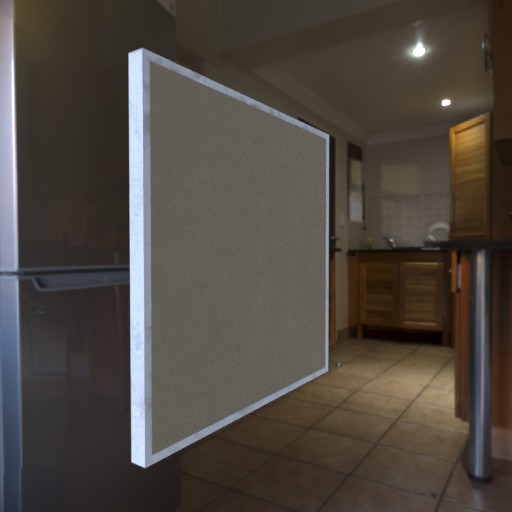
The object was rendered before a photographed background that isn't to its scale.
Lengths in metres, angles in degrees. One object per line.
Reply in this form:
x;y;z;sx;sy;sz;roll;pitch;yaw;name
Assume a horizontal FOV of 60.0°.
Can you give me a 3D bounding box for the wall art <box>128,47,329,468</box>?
0.000;0.000;1.120;0.038;0.757;0.760;1;2;35;wall art
